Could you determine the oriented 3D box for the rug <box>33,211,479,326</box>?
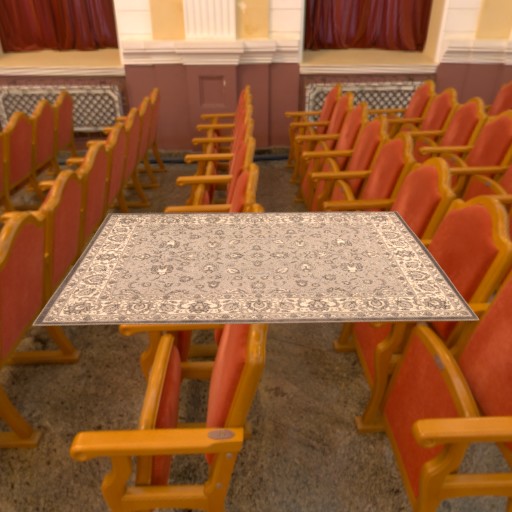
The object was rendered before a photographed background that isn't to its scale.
[{"bbox_3d":[0.000,0.000,3.071,2.438,0.011,1.524,-1,29,-1],"label":"rug"}]
